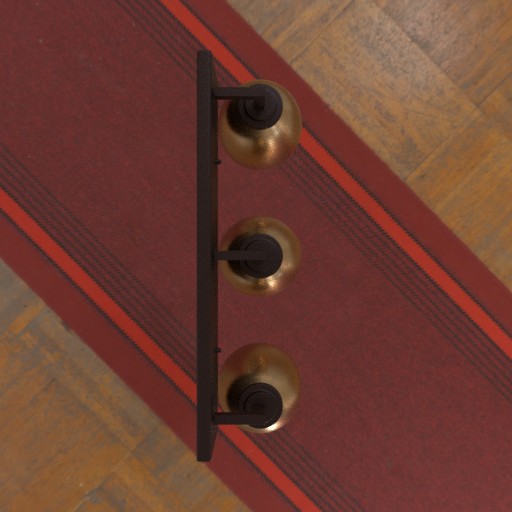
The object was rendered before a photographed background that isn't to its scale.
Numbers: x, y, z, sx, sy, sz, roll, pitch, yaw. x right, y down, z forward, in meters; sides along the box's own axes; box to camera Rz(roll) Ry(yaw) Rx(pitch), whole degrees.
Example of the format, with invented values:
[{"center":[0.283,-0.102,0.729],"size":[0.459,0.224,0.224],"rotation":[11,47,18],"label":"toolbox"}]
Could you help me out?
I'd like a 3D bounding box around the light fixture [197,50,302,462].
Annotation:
[{"center":[0.000,0.000,0.684],"size":[0.157,0.204,0.582],"rotation":[0,90,0],"label":"light fixture"}]
